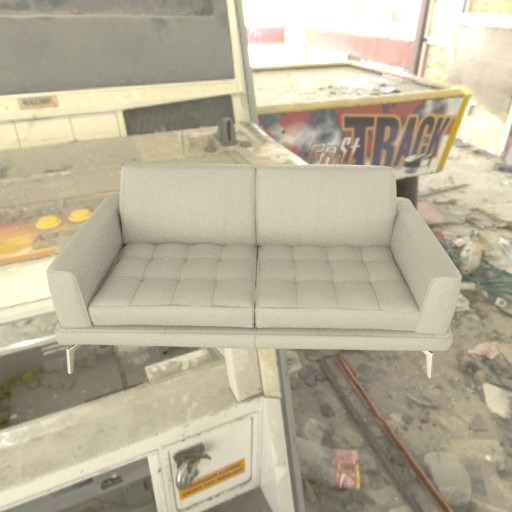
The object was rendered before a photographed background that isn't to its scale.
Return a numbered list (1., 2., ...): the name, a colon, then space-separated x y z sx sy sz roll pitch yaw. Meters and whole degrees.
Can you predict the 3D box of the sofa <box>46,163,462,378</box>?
1. sofa: 0.000 0.000 2.731 2.177 0.930 1.121 1 30 1
